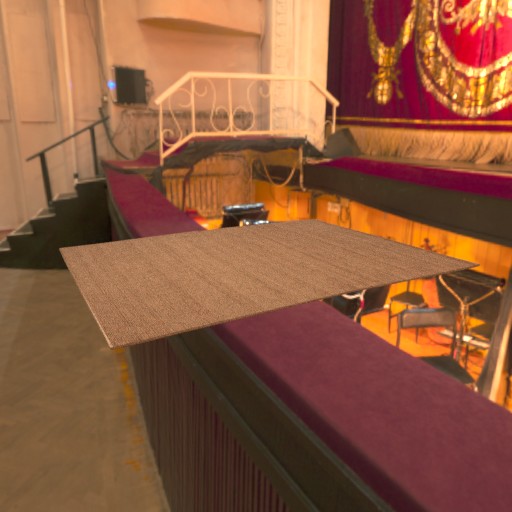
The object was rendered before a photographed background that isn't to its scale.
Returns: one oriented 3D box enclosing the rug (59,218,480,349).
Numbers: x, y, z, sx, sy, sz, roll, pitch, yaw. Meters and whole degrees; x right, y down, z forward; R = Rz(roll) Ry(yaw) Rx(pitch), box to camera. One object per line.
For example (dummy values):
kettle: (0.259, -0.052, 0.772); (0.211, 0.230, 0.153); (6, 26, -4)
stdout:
rug: (0.000, 0.000, 4.948); (3.778, 0.053, 2.873); (-9, 18, -28)
